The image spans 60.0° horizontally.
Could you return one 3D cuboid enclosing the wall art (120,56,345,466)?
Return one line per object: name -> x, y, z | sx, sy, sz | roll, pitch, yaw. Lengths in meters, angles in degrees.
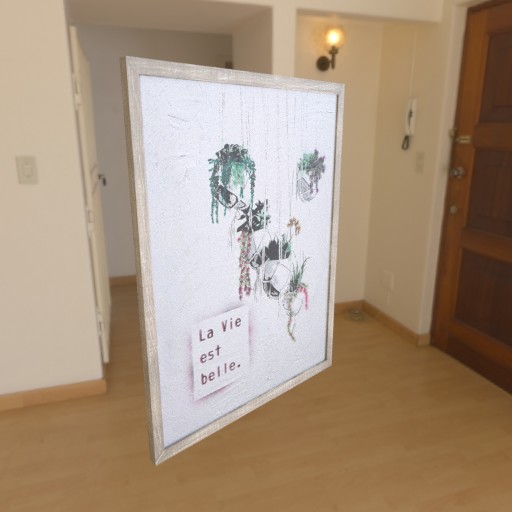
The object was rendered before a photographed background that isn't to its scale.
wall art -> 0.000, 0.000, 1.332 | 0.781, 1.022, 0.035 | -14, 21, -42
